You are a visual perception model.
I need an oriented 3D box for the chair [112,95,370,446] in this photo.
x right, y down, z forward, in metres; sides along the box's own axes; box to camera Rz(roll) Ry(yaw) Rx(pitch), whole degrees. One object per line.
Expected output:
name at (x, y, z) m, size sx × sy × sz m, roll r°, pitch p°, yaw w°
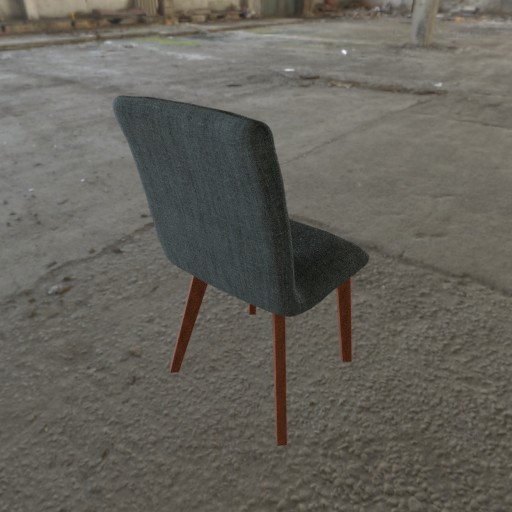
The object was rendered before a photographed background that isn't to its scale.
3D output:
chair at (0.000, 0.000, 1.339) m, size 0.522 × 0.974 × 0.563 m, roll 22°, pitch 38°, yaw 32°
